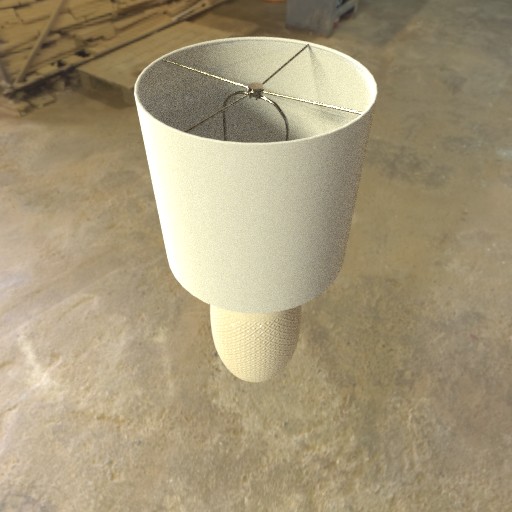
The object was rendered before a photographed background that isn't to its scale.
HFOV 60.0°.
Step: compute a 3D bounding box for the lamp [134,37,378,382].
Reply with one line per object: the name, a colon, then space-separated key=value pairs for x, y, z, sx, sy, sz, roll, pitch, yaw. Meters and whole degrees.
lamp: x=0.000 y=0.000 z=0.562 sx=0.217 sy=0.453 sz=0.217 roll=24 pitch=50 yaw=22
